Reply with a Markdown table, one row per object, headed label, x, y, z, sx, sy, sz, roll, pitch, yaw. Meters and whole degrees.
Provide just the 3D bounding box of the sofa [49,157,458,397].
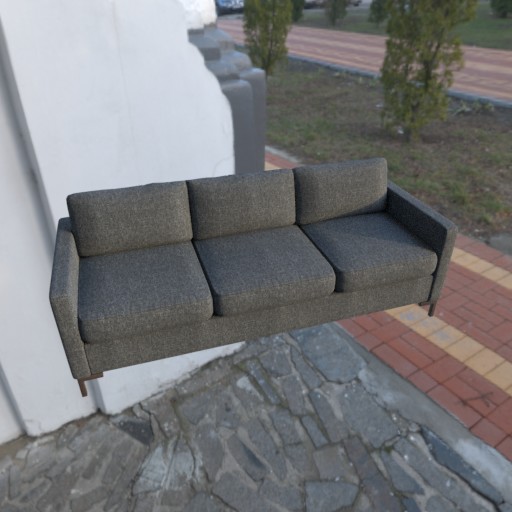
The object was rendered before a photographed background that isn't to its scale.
| label | x | y | z | sx | sy | sz | roll | pitch | yaw |
| --- | --- | --- | --- | --- | --- | --- | --- | --- | --- |
| sofa | 0.000 | 0.000 | 2.709 | 2.218 | 0.874 | 0.859 | -10 | 33 | -15 |
